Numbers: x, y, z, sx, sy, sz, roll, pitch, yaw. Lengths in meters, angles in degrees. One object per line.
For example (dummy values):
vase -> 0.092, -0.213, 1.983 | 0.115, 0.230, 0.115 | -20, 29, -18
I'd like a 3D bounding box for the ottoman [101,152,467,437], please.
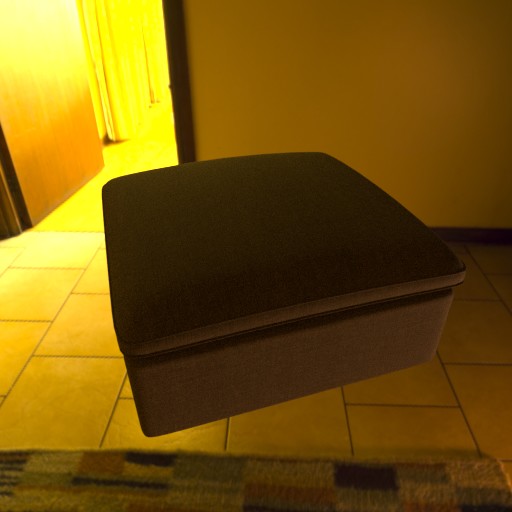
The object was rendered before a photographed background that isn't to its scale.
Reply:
ottoman -> 0.000, 0.000, 1.721 | 1.067, 0.559, 1.067 | -10, 34, -15
